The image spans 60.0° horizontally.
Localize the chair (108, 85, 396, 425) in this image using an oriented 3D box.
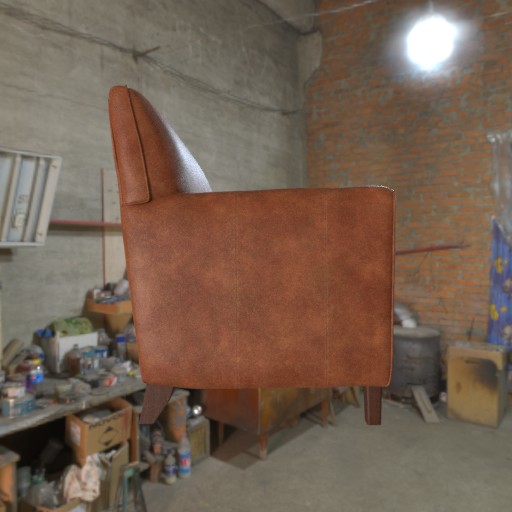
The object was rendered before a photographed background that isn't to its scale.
[{"bbox_3d":[0.000,0.000,1.604,0.823,0.943,0.870,0,0,1],"label":"chair"}]
